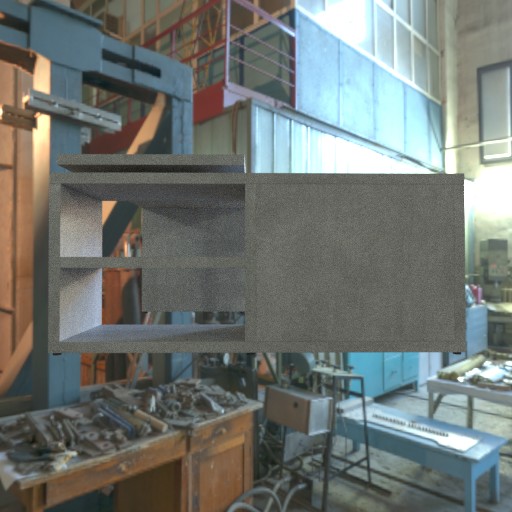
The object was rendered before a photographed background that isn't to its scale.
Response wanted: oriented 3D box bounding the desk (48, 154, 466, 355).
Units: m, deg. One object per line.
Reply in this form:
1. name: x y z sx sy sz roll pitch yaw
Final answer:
1. desk: 0.000 0.000 2.296 1.500 0.740 1.400 0 -1 -1
